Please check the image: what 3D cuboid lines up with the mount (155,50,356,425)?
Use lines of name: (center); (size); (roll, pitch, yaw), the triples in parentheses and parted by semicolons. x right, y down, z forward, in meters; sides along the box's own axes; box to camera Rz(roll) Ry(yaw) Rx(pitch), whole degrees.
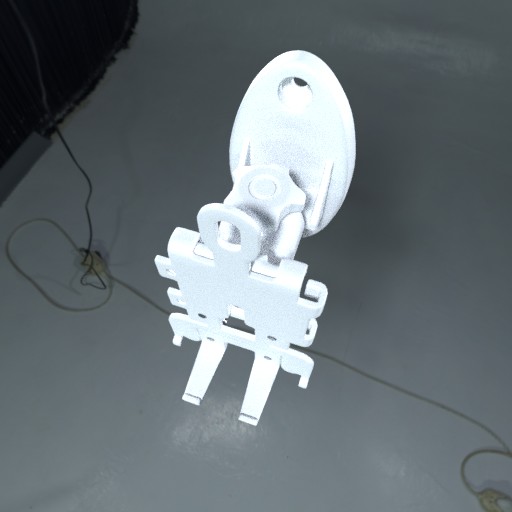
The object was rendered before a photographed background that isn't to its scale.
mount: (0.000, 0.000, 0.170); (0.066, 0.118, 0.100); (16, 61, 9)
